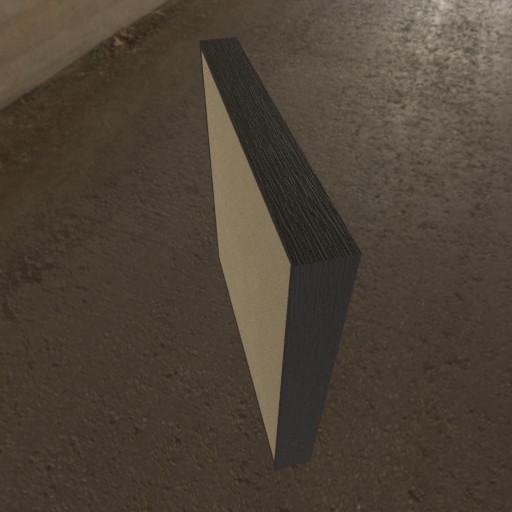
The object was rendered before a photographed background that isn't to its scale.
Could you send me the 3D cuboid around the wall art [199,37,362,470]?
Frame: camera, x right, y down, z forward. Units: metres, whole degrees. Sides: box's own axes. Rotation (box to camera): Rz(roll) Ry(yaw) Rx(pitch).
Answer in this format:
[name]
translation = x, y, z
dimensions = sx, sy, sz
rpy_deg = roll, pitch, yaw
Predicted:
[wall art]
translation = 0.000, 0.000, 0.435
dimensions = 0.036, 0.300, 0.302
rpy_deg = -10, 47, -10
